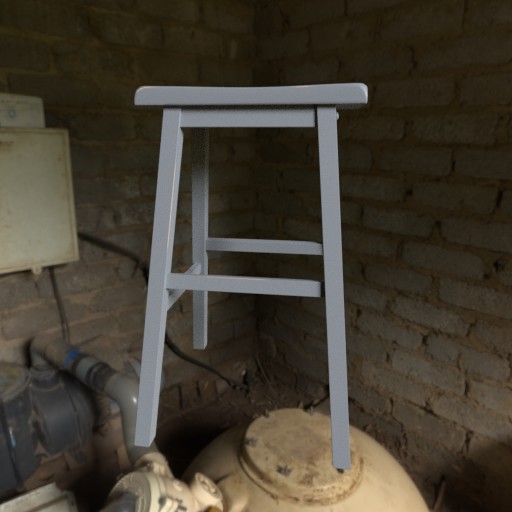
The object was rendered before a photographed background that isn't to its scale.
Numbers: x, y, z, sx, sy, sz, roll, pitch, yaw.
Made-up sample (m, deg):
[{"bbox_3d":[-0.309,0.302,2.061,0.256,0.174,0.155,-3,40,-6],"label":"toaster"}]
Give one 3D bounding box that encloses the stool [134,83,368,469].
[{"bbox_3d":[0.000,0.000,1.045,0.457,0.737,0.476,2,16,9],"label":"stool"}]
